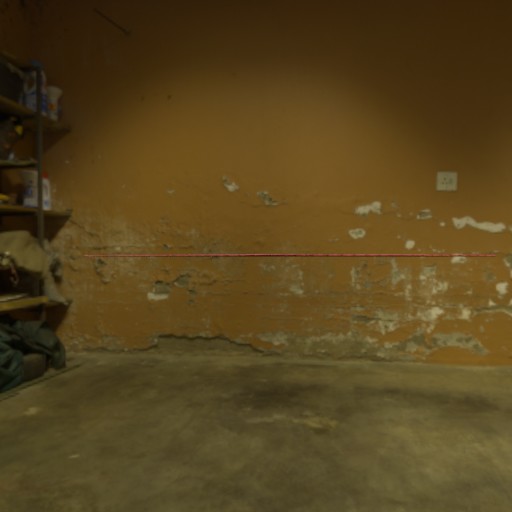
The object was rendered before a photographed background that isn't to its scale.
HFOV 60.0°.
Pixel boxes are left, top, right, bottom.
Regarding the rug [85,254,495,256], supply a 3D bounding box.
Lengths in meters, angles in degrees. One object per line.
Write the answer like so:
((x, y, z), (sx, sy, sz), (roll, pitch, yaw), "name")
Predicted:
((0.000, 0.000, 2.802), (1.579, 0.007, 2.184), (0, 0, -34), "rug")
